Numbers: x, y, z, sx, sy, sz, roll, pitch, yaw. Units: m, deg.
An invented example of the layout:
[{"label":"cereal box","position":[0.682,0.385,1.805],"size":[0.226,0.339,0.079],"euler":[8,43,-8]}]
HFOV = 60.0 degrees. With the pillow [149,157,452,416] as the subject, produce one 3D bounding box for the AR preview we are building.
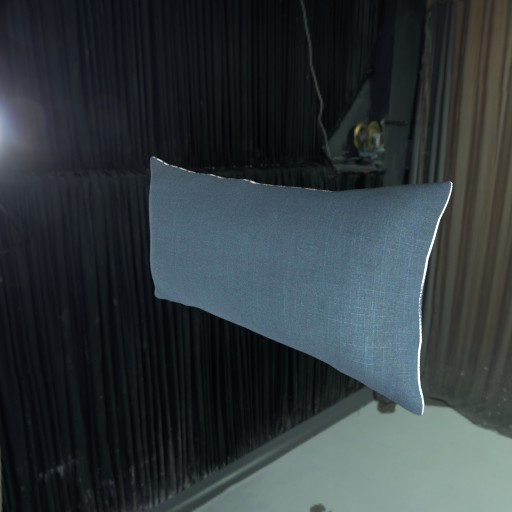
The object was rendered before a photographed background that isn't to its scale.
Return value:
[{"label":"pillow","position":[0.000,0.000,0.732],"size":[0.609,0.305,0.151],"euler":[14,20,43]}]
